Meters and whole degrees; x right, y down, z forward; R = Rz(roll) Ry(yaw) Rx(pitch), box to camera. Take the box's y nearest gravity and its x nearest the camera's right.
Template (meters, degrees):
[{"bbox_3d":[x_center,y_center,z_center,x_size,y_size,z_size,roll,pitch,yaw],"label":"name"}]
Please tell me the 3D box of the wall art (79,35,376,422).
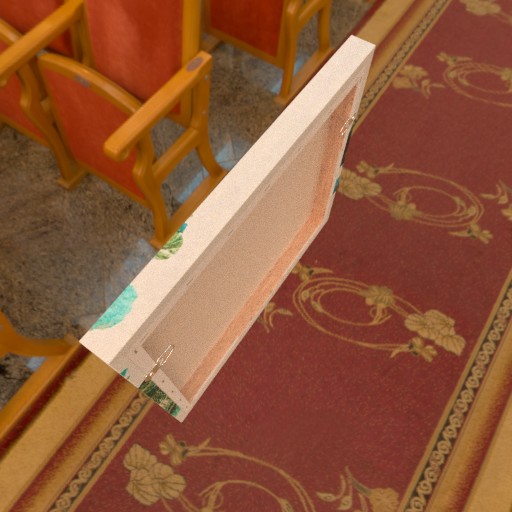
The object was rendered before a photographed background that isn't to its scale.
[{"bbox_3d":[0.000,0.000,0.684,0.041,0.435,0.507,32,67,15],"label":"wall art"}]
